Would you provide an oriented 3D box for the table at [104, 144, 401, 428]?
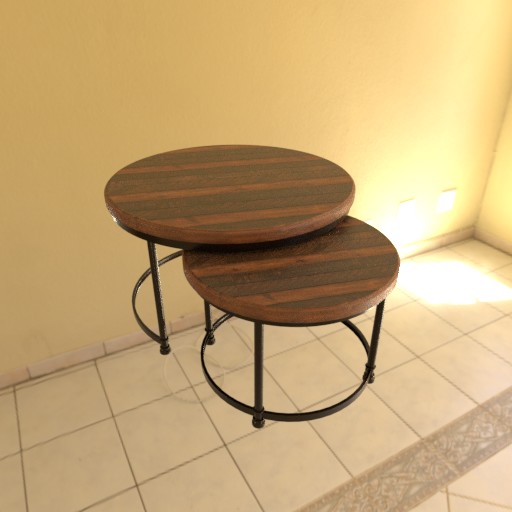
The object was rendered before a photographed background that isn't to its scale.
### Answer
[{"bbox_3d":[0.000,0.000,1.606,0.870,0.516,1.152,-21,36,-33],"label":"table"}]
